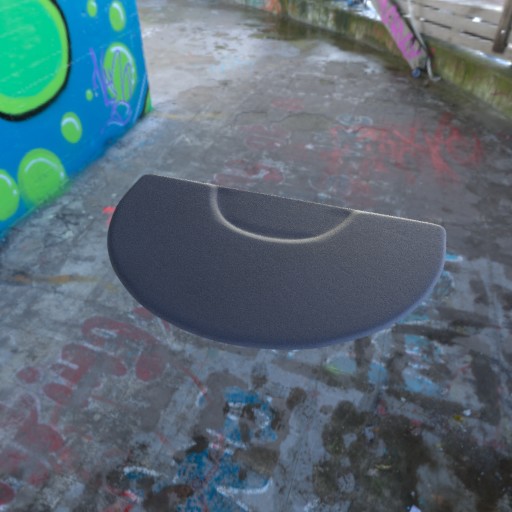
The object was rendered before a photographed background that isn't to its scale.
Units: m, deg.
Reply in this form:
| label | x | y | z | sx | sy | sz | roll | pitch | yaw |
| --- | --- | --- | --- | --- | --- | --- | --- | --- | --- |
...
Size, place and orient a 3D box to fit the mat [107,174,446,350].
| label | x | y | z | sx | sy | sz | roll | pitch | yaw |
| --- | --- | --- | --- | --- | --- | --- | --- | --- | --- |
| mat | 0.000 | 0.000 | 1.859 | 1.525 | 0.016 | 0.917 | 12 | 43 | 13 |
